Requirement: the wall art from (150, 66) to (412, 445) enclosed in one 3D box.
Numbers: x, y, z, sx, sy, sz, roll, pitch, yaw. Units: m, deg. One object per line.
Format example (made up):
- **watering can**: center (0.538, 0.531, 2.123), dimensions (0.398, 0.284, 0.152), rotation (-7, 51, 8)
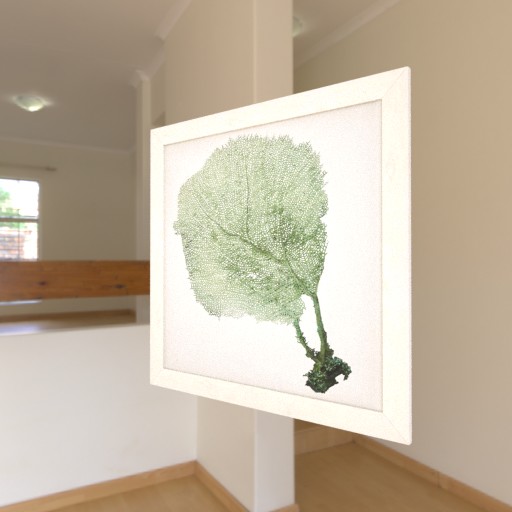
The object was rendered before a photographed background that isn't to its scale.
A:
- **wall art**: center (0.000, 0.000, 0.859), dimensions (0.584, 0.584, 0.013), rotation (0, -1, 35)
